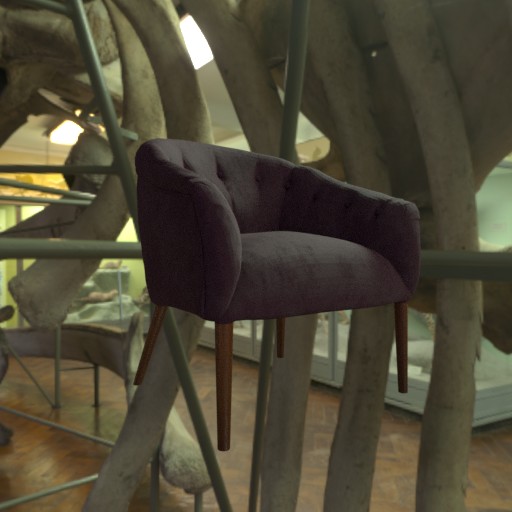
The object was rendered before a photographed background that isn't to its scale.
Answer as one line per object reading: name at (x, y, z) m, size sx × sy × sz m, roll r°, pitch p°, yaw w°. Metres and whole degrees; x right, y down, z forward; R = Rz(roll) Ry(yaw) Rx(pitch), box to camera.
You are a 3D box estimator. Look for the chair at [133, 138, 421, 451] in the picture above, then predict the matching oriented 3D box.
chair at (0.000, 0.000, 1.506) m, size 0.851 × 0.885 × 0.776 m, roll -1°, pitch 1°, yaw -36°
